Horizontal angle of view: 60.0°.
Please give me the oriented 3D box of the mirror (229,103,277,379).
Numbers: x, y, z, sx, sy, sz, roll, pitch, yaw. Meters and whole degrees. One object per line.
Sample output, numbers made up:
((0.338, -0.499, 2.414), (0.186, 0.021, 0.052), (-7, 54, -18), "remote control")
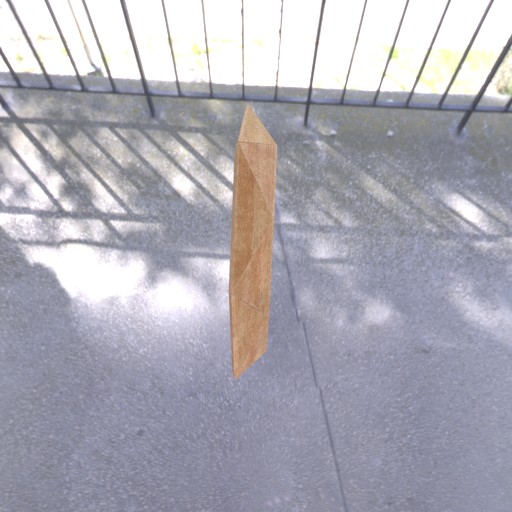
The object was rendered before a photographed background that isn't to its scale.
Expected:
((0.000, 0.000, 1.041), (0.070, 0.774, 0.577), (3, 62, 1), "mirror")
